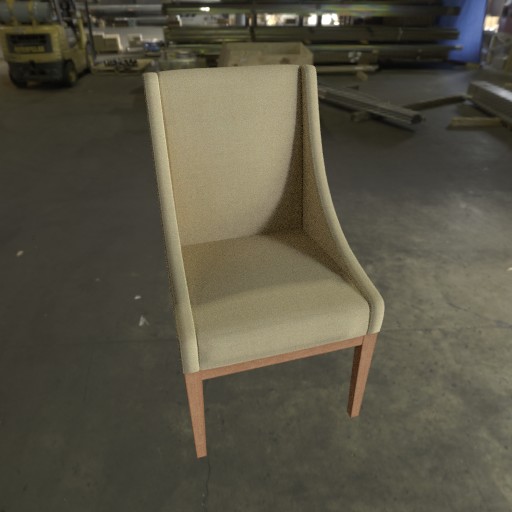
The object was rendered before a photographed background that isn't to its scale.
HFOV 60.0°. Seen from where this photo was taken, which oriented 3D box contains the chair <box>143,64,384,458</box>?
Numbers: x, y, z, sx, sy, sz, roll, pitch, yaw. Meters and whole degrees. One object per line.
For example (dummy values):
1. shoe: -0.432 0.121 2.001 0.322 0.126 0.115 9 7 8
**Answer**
1. chair: 0.000 0.000 1.389 0.575 1.021 0.611 -9 33 -14
